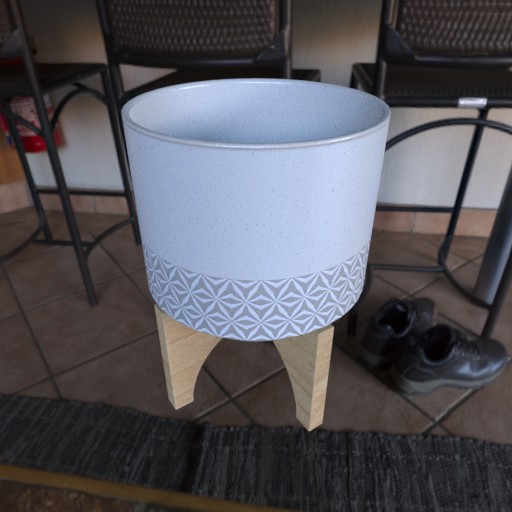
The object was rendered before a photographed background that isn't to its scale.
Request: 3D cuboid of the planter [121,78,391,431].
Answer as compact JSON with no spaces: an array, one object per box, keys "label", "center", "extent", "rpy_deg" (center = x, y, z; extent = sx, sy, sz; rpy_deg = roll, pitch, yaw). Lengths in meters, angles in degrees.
[{"label":"planter","center":[0.000,0.000,0.512],"extent":[0.249,0.343,0.249],"rpy_deg":[0,32,0]}]
